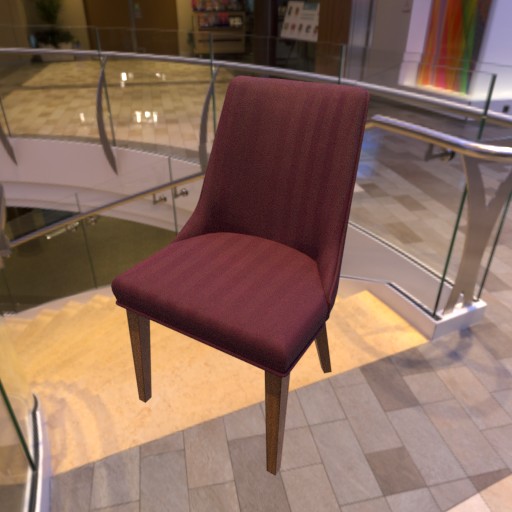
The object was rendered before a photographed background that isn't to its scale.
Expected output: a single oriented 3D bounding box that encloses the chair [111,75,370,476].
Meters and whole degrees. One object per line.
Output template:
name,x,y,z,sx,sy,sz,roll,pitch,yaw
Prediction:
chair,0.000,0.000,1.308,0.548,0.916,0.638,17,35,27
